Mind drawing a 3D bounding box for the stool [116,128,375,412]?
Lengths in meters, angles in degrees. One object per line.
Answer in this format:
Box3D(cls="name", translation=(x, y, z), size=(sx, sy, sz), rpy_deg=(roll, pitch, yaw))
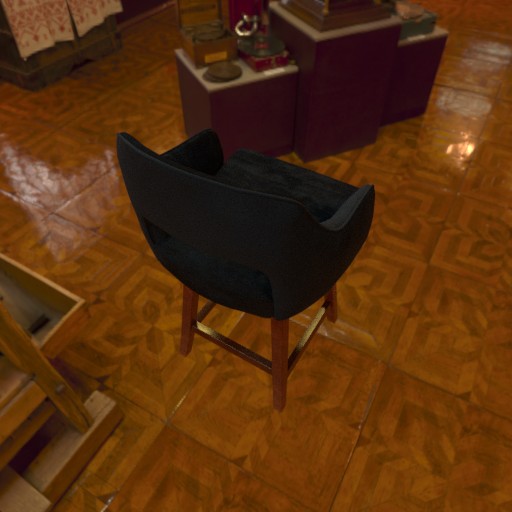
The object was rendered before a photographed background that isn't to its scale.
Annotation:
Box3D(cls="stool", translation=(0.000, 0.000, 1.296), size=(0.550, 0.940, 0.560), rpy_deg=(24, 51, 21))
